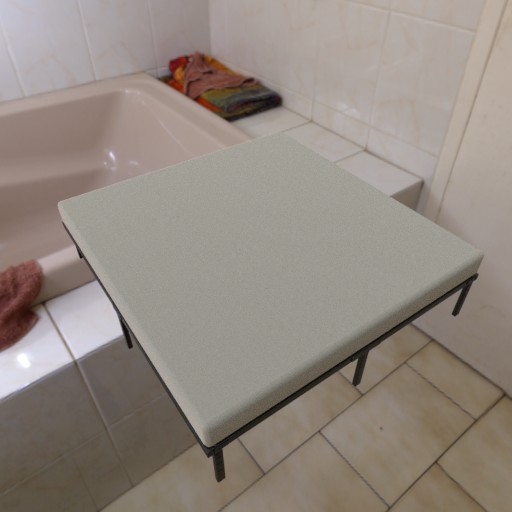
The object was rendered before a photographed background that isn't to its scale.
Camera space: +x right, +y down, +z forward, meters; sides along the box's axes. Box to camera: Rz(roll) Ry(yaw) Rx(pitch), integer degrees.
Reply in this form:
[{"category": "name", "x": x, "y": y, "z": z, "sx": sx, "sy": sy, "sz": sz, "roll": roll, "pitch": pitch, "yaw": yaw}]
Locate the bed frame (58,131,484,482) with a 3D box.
[{"category": "bed frame", "x": 0.000, "y": 0.000, "z": 3.879, "sx": 2.526, "sy": 0.680, "sz": 2.635, "roll": -25, "pitch": 47, "yaw": -26}]
